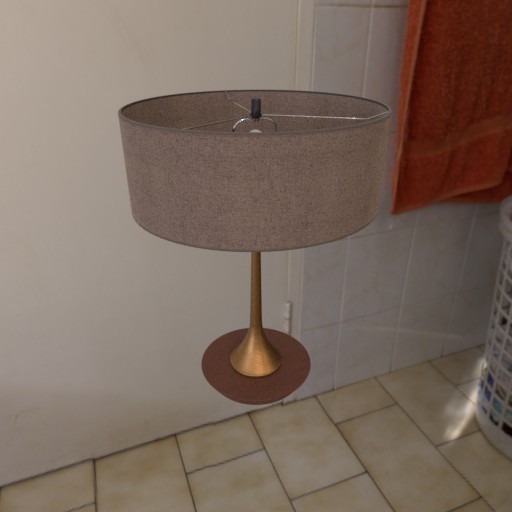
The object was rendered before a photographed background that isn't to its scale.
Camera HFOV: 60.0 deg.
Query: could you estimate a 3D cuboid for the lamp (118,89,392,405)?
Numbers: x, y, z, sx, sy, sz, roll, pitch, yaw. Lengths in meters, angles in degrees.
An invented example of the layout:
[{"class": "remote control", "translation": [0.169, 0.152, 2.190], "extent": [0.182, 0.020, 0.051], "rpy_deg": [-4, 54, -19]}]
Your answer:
[{"class": "lamp", "translation": [0.000, 0.000, 0.816], "extent": [0.417, 0.551, 0.396], "rpy_deg": [-9, 29, -17]}]
